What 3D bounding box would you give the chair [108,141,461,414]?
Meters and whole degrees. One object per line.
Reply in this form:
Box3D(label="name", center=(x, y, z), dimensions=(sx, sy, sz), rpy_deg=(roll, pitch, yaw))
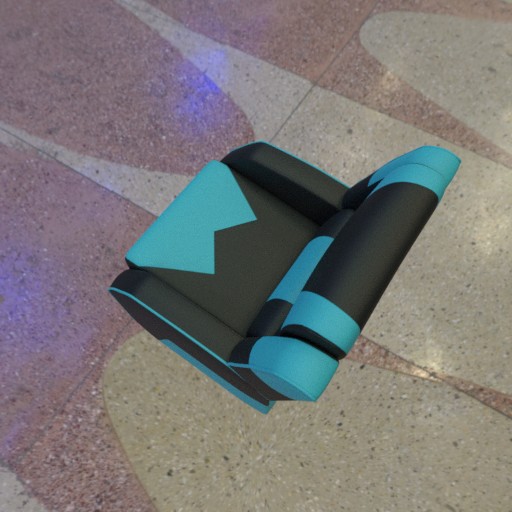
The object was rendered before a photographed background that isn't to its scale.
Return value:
Box3D(label="chair", center=(0.000, 0.000, 1.248), dimensions=(0.672, 0.805, 0.620), rpy_deg=(32, 69, 14))
